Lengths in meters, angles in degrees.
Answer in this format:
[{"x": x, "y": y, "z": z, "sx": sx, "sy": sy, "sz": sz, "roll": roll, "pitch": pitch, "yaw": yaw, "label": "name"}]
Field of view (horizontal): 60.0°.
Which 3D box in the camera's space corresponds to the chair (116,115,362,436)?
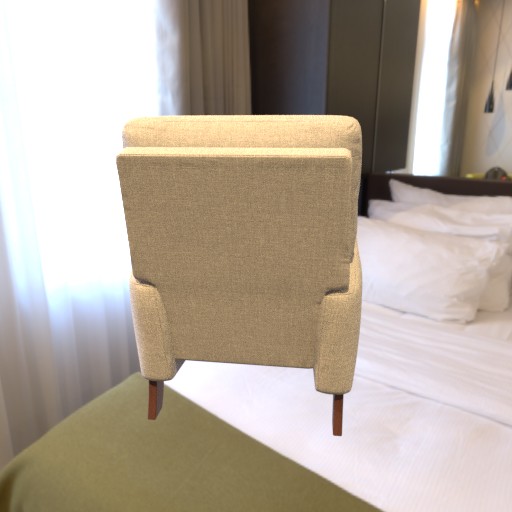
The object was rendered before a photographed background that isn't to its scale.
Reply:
[{"x": 0.000, "y": 0.000, "z": 1.666, "sx": 0.762, "sy": 0.990, "sz": 0.990, "roll": 2, "pitch": 16, "yaw": 7, "label": "chair"}]
